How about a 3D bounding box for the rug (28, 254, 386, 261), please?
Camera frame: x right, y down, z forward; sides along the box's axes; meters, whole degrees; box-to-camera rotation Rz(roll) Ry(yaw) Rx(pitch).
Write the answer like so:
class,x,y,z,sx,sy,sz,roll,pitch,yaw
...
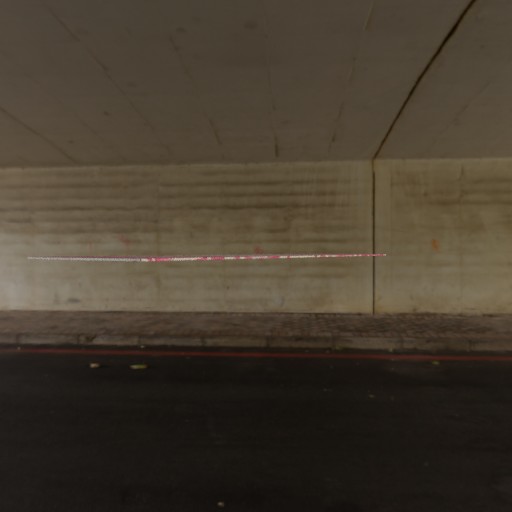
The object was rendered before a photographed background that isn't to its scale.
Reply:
class,x,y,z,sx,sy,sz,roll,pitch,yaw
rug,0.000,0.000,2.774,0.787,0.011,2.458,1,1,36
